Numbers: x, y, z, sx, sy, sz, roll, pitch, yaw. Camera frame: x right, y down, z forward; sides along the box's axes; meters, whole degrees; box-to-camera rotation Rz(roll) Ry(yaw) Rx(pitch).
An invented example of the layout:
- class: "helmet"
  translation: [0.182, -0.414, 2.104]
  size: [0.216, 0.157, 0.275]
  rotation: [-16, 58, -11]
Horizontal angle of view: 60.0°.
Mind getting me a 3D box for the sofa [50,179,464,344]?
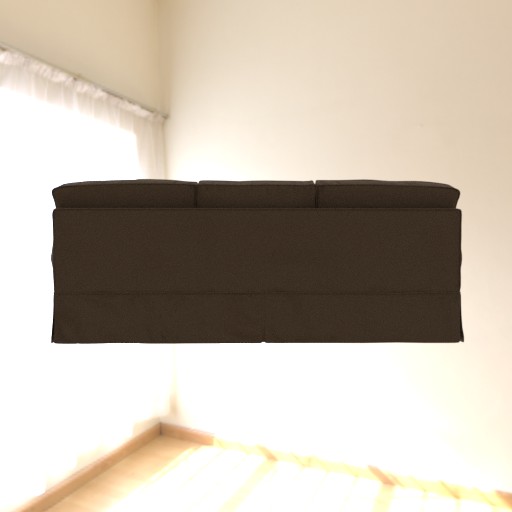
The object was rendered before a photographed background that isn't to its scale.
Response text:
- class: "sofa"
  translation: [0.000, 0.000, 3.414]
  size: [2.475, 0.978, 1.733]
  rotation: [0, 2, -1]
